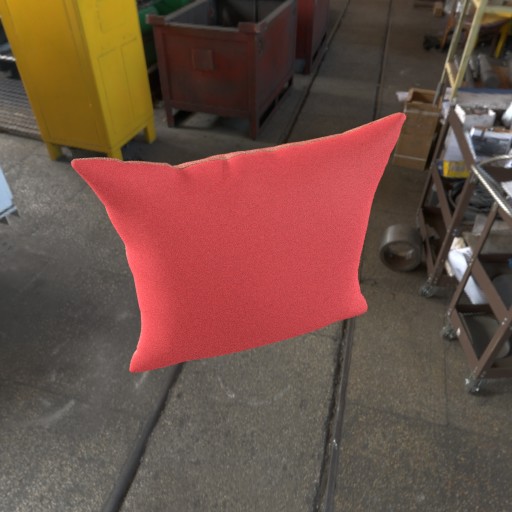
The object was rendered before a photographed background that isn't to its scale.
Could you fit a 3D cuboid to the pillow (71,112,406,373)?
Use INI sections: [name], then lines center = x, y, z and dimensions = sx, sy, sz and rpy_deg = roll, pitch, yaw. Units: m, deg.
[pillow]
center = 0.000, 0.000, 0.838
dimensions = 0.559, 0.501, 0.229
rpy_deg = -13, 43, -14
